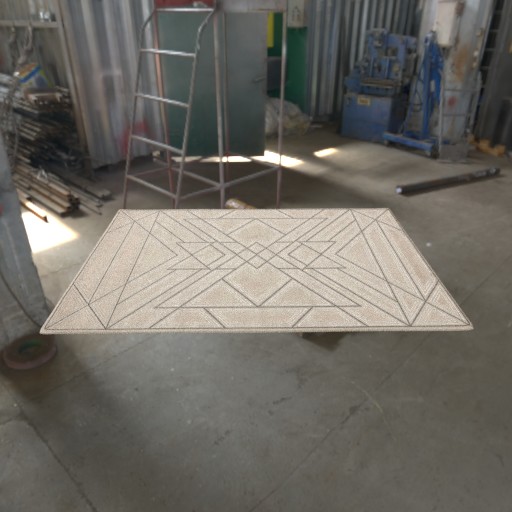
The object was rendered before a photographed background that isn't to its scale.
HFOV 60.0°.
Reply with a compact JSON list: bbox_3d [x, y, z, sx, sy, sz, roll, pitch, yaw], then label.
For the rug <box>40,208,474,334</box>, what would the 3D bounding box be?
[{"bbox_3d":[0.000,0.000,4.488,3.381,0.026,2.436,0,29,-1],"label":"rug"}]
